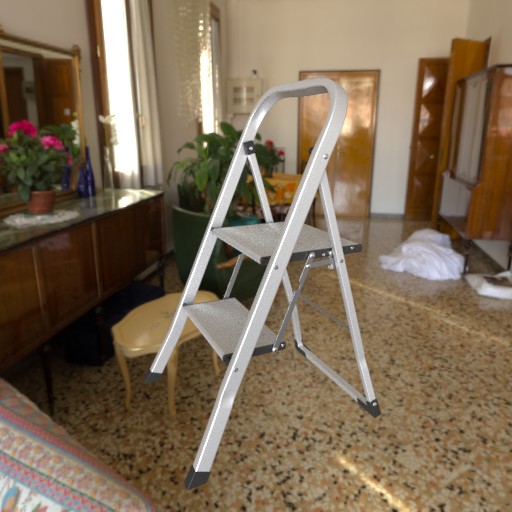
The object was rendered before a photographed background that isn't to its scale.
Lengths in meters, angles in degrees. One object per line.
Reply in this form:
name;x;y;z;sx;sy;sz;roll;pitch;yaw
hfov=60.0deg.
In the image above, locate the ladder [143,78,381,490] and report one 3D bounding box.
ladder;0.000;0.000;1.114;0.530;0.830;0.465;-7;18;-24
